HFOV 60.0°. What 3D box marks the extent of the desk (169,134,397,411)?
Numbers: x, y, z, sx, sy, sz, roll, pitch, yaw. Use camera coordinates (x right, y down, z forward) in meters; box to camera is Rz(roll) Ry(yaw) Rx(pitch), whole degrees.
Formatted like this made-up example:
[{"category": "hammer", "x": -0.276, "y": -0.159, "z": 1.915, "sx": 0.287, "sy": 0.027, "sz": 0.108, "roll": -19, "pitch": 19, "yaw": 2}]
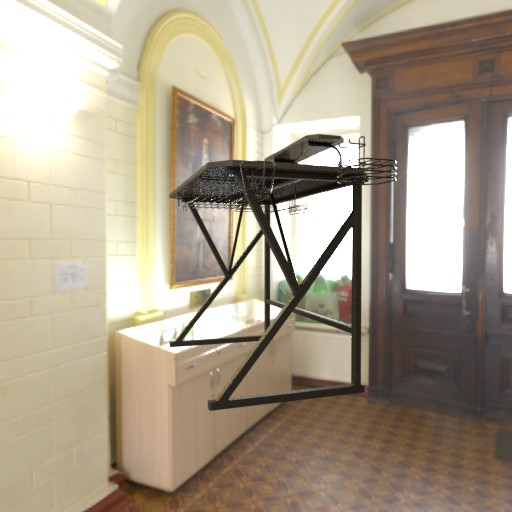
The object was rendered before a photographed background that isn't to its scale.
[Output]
[{"category": "desk", "x": 0.000, "y": 0.000, "z": 1.787, "sx": 0.580, "sy": 0.880, "sz": 1.290, "roll": 0, "pitch": 1, "yaw": -19}]
